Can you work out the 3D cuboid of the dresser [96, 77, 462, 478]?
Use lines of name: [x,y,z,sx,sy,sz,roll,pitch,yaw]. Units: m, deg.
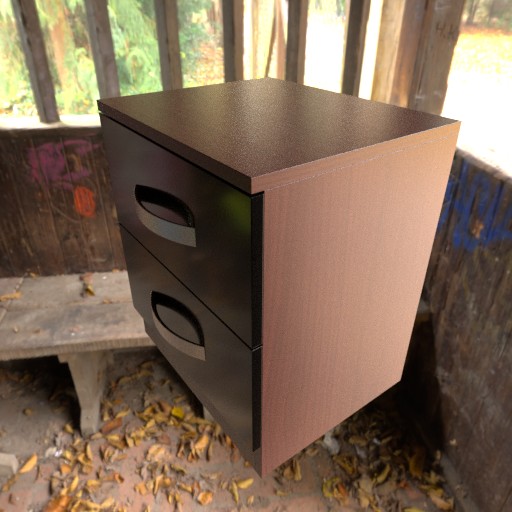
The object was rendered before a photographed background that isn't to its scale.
dresser: [0.000,0.000,0.735,0.360,0.470,0.400,-21,37,-31]
